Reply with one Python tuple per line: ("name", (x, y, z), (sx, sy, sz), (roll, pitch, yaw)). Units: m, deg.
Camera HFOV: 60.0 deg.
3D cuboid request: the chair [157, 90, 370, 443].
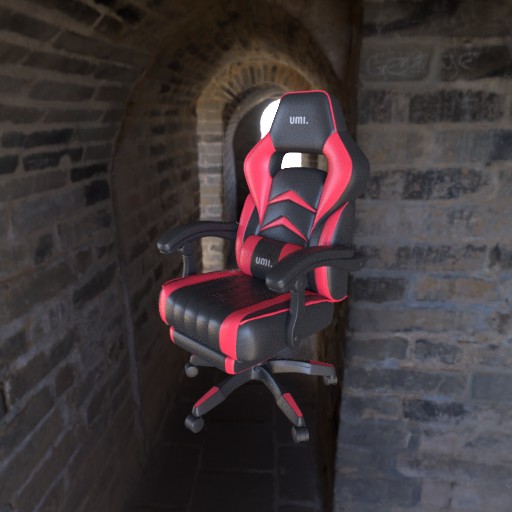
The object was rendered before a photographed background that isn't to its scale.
("chair", (0.000, 0.000, 1.706), (0.700, 1.220, 0.700), (16, 22, 42))
